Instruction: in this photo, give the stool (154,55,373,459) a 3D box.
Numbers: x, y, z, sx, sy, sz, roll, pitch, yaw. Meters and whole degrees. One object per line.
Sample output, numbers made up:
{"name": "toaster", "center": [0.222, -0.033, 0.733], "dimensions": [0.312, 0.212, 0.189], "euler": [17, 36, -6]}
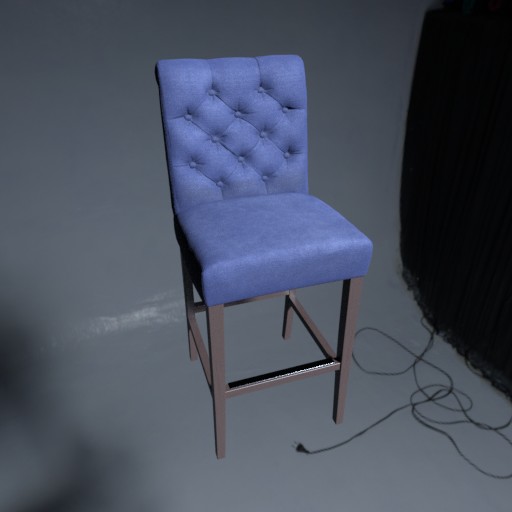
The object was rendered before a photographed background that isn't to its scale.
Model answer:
{"name": "stool", "center": [0.000, 0.000, 1.446], "dimensions": [0.493, 1.140, 0.601], "euler": [-10, 32, -16]}
